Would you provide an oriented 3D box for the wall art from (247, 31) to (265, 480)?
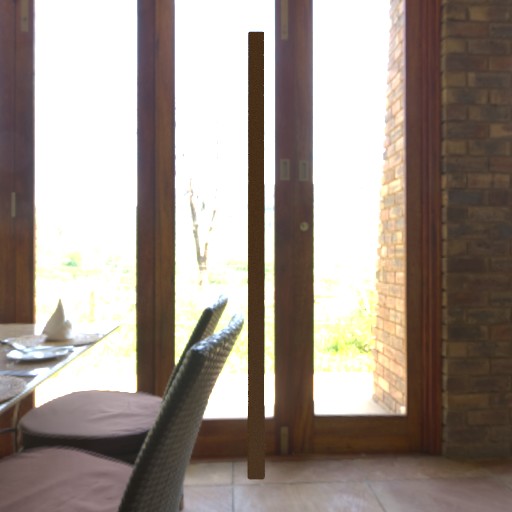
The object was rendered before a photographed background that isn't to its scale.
[{"bbox_3d":[0.000,0.000,0.766,0.021,0.550,0.449,0,-1,0],"label":"wall art"}]
